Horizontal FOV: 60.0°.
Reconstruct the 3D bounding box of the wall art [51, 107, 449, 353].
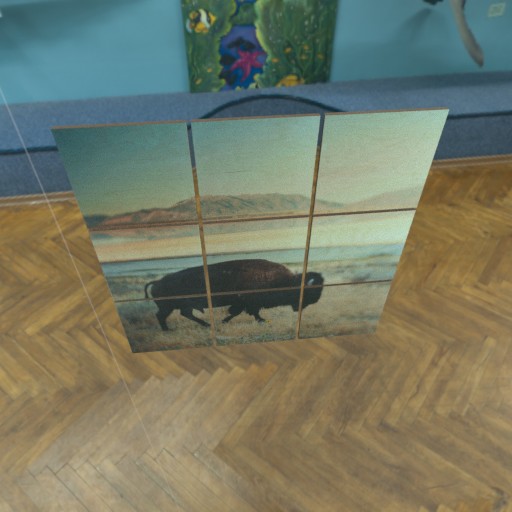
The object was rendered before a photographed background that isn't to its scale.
[{"bbox_3d":[0.000,0.000,1.332,0.906,0.904,0.018,-4,46,-4],"label":"wall art"}]
